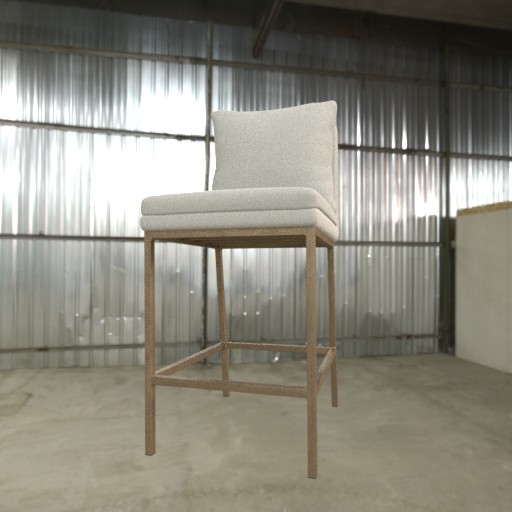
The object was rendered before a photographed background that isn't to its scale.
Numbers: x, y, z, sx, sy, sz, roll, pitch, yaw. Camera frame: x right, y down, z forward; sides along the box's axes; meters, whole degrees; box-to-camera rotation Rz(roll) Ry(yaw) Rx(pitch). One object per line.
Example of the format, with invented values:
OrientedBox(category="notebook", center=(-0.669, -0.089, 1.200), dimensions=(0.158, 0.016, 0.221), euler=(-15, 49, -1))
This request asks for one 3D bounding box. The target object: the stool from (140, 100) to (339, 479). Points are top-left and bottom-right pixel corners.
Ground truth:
OrientedBox(category="stool", center=(0.000, 0.000, 1.340), dimensions=(0.463, 1.032, 0.572), euler=(0, 0, 17))
